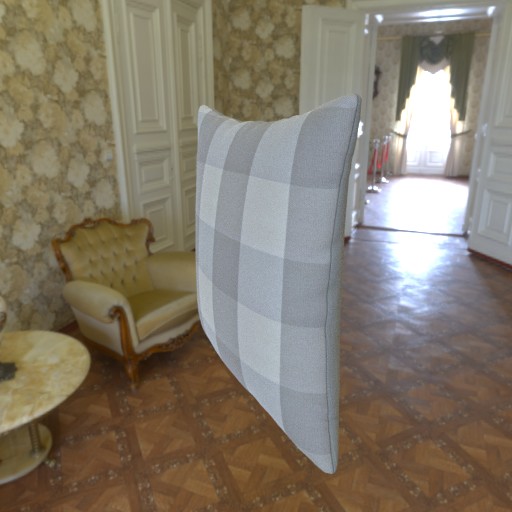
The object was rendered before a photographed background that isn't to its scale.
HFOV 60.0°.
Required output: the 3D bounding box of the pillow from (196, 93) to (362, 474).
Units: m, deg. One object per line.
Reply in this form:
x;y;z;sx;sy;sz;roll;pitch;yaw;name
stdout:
0.000;0.000;0.769;0.161;0.509;0.511;-8;19;-24;pillow
